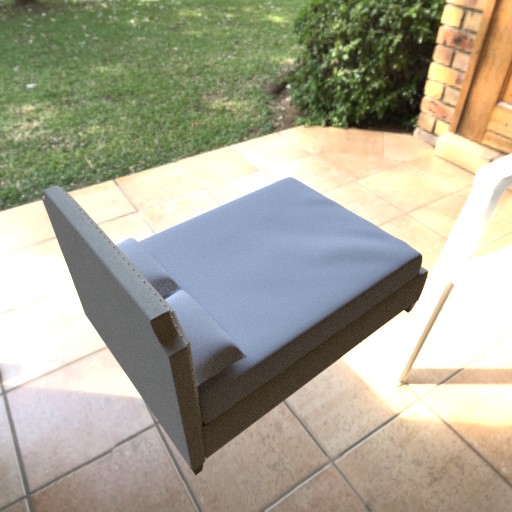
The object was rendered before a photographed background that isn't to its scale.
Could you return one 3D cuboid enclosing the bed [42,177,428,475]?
[{"bbox_3d":[0.000,0.000,3.467,2.381,1.457,1.713,-28,48,-29],"label":"bed"}]
